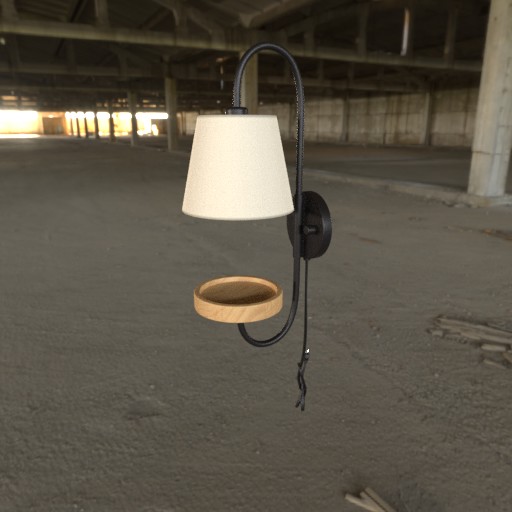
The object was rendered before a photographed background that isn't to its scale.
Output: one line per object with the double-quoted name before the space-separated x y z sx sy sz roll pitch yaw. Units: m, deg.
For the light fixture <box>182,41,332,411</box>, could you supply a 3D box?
"light fixture" 0.000 0.000 0.925 0.299 0.821 0.220 -8 18 -26
